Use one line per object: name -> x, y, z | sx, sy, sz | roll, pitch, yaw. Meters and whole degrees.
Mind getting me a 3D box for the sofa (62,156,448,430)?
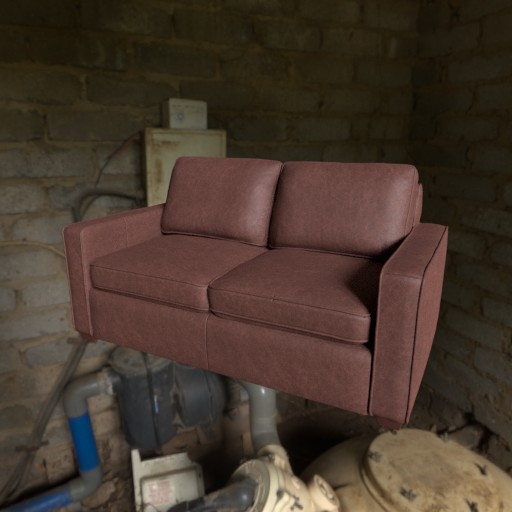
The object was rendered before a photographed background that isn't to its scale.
sofa -> 0.000, 0.000, 2.220 | 1.709, 0.918, 0.947 | 8, 18, 26
